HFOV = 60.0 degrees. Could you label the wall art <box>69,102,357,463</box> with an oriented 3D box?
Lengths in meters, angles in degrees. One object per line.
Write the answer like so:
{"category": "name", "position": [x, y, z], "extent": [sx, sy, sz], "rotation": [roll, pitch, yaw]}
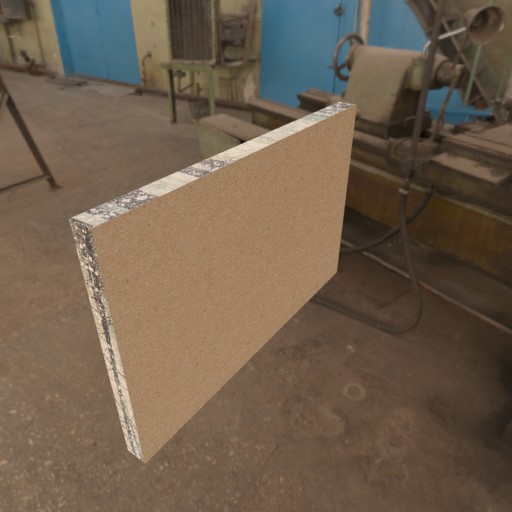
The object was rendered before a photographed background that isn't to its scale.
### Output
{"category": "wall art", "position": [0.000, 0.000, 0.771], "extent": [0.042, 0.398, 0.618], "rotation": [21, 38, 30]}
